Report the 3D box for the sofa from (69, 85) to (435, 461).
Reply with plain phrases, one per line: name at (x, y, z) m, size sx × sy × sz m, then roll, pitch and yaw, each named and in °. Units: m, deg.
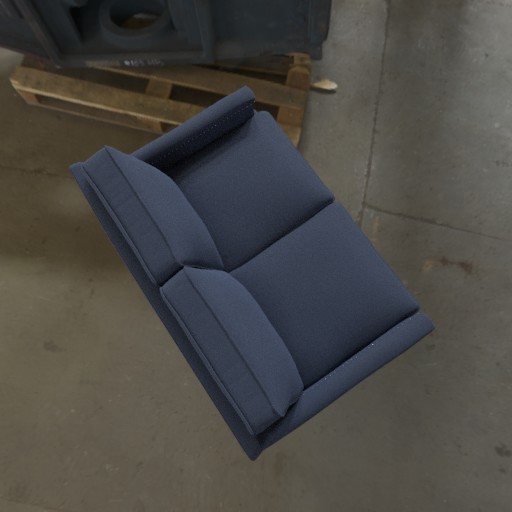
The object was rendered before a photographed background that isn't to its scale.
sofa at (0.000, 0.000, 2.273) m, size 1.084 × 1.003 × 1.597 m, roll -33°, pitch 77°, yaw -9°
